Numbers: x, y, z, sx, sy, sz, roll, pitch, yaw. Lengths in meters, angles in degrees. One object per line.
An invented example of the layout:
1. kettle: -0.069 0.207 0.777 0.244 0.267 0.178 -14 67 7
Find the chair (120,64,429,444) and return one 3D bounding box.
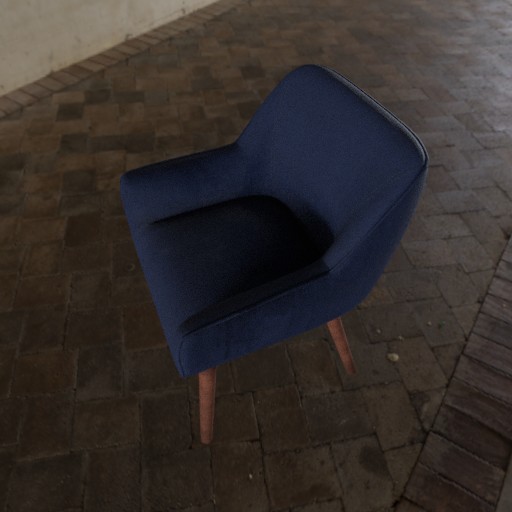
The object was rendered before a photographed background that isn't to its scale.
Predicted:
1. chair: 0.000 0.000 1.233 0.600 0.820 0.600 -17 49 -16
